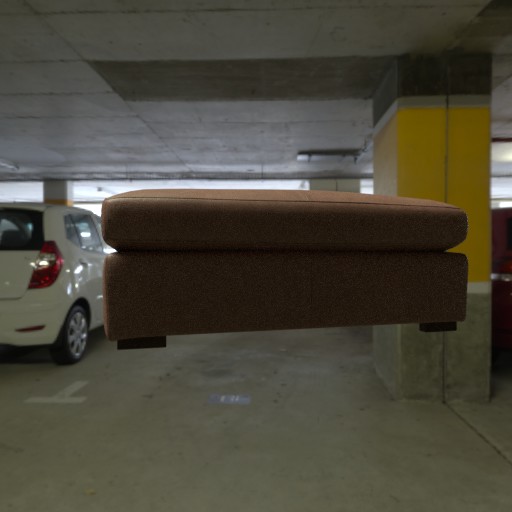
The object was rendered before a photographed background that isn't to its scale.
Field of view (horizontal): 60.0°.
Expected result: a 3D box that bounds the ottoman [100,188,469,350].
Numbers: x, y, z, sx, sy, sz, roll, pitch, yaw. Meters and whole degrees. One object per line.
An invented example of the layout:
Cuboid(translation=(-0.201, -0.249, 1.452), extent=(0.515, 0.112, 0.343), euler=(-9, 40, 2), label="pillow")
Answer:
Cuboid(translation=(0.000, 0.000, 1.834), extent=(1.168, 0.490, 1.168), euler=(0, 0, -16), label="ottoman")
